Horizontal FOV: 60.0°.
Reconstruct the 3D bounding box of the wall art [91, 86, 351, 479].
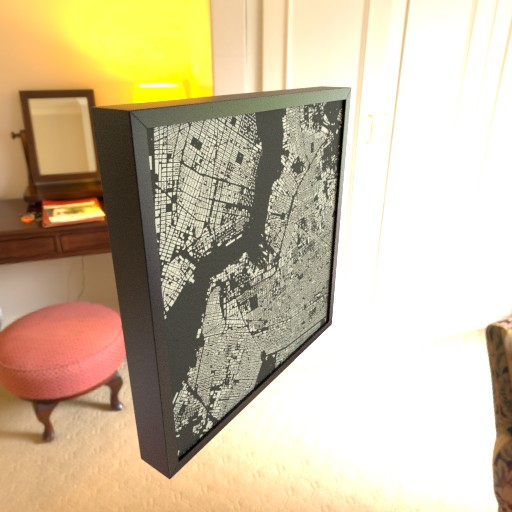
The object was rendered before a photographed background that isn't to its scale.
[{"bbox_3d":[0.000,0.000,0.436,0.037,0.299,0.299,16,29,33],"label":"wall art"}]
